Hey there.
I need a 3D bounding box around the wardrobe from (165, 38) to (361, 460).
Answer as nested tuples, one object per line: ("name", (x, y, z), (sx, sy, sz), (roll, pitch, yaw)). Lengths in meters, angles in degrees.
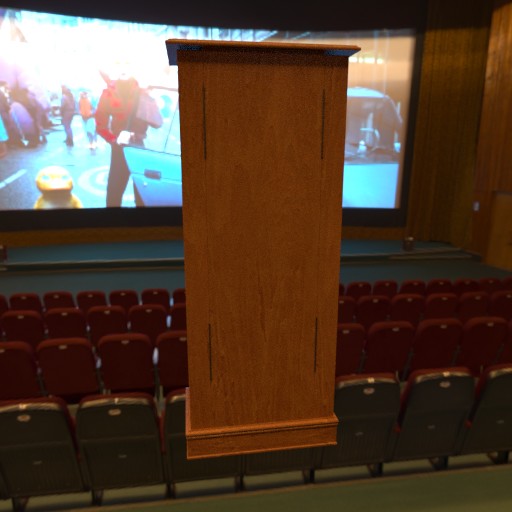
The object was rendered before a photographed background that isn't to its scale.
("wardrobe", (0.000, 0.000, 1.141), (0.406, 0.959, 0.273), (-2, 13, -9))
